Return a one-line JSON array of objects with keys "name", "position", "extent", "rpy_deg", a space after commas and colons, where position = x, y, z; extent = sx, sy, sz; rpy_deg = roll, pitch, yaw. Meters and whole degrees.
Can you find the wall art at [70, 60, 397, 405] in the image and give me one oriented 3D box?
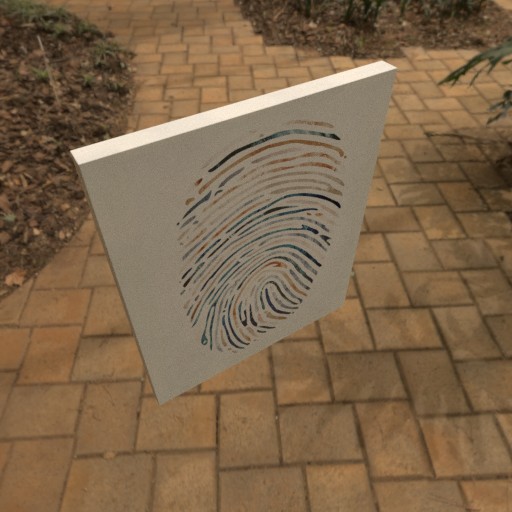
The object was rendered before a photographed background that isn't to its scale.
[{"name": "wall art", "position": [0.000, 0.000, 0.834], "extent": [0.508, 0.606, 0.037], "rpy_deg": [-24, 50, -22]}]
